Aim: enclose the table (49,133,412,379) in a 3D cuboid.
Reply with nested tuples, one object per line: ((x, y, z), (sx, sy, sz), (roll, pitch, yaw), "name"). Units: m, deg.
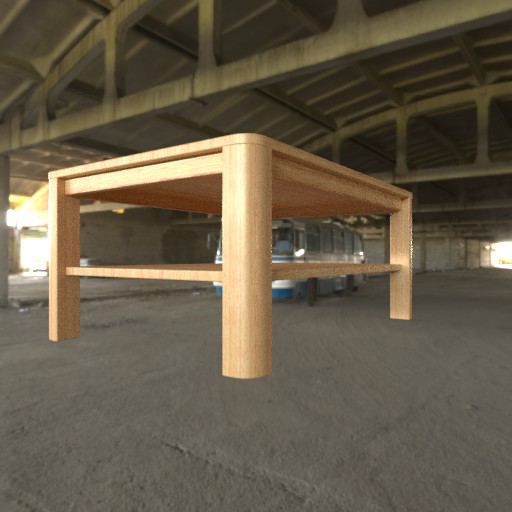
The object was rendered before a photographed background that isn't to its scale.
((0.000, 0.000, 1.391), (0.696, 0.445, 0.997), (0, 0, 36), "table")
